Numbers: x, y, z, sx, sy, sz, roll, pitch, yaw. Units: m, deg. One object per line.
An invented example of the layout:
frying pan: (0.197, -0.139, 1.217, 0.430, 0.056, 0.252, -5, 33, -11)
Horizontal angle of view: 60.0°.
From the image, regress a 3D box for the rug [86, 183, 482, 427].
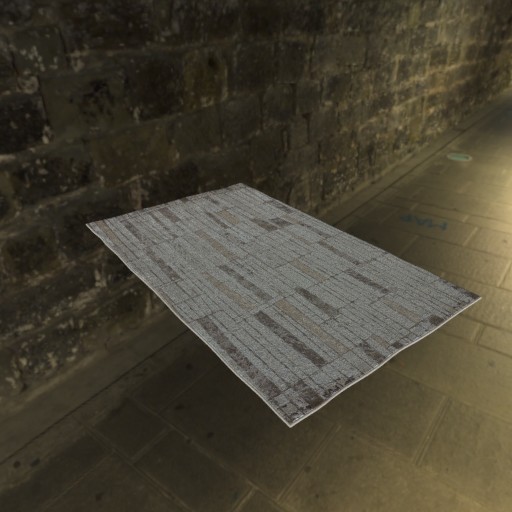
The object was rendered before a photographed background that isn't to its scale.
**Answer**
rug: (0.000, 0.000, 3.077, 1.531, 0.023, 2.444, -21, 36, -32)
